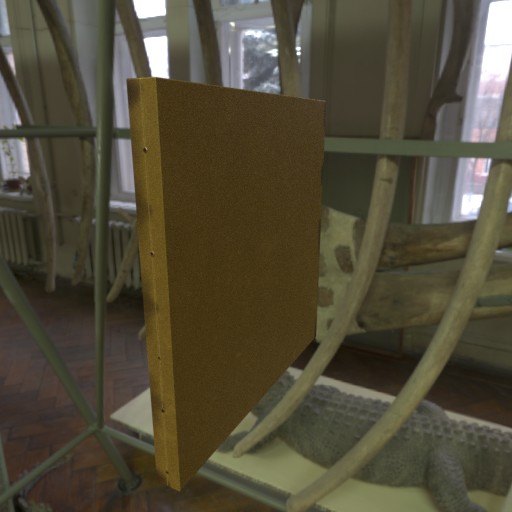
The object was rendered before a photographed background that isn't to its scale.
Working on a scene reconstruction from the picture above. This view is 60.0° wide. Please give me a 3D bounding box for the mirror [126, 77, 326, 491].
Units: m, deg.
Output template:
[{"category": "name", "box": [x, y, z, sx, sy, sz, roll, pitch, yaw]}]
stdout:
[{"category": "mirror", "box": [0.000, 0.000, 0.735, 0.042, 0.507, 0.509, 8, 18, 27]}]
